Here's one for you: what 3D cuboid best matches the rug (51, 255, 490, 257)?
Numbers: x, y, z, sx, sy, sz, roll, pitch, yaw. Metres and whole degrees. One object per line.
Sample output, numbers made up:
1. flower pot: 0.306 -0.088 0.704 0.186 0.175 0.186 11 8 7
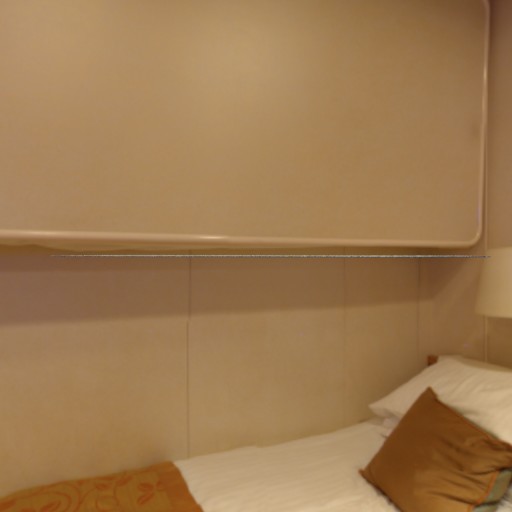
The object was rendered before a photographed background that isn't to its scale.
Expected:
1. rug: 0.000 0.000 2.693 2.443 0.008 0.688 0 0 18
